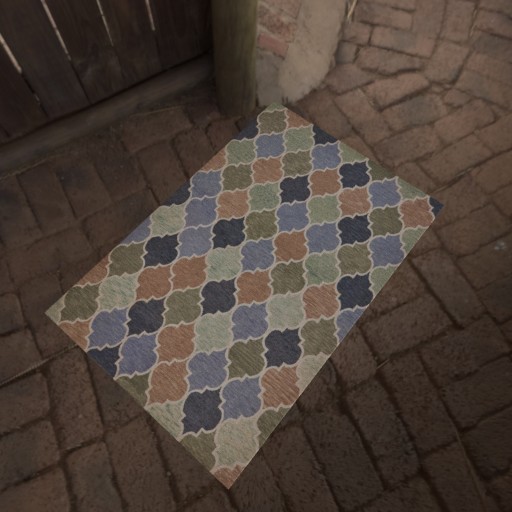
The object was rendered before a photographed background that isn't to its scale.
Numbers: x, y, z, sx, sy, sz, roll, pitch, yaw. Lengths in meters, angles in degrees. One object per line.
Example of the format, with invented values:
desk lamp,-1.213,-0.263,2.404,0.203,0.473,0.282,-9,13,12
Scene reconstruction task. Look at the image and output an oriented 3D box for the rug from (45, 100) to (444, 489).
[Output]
rug,0.000,0.000,2.928,1.521,0.006,2.284,37,70,16
